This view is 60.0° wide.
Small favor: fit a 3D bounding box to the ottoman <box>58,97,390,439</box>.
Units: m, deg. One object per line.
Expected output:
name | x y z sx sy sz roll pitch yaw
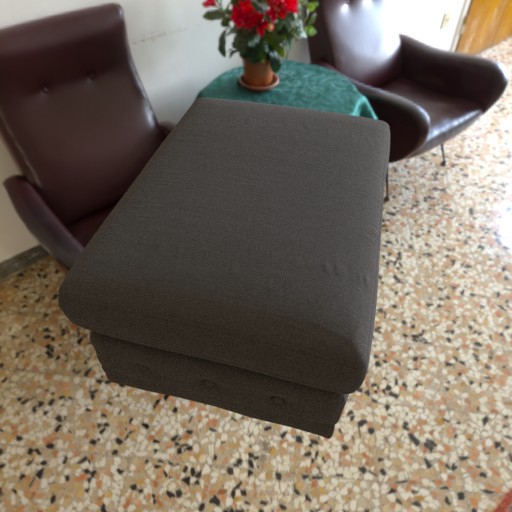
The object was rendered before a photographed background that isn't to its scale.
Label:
ottoman | 0.000 0.000 1.131 0.569 0.500 0.771 11 47 10
